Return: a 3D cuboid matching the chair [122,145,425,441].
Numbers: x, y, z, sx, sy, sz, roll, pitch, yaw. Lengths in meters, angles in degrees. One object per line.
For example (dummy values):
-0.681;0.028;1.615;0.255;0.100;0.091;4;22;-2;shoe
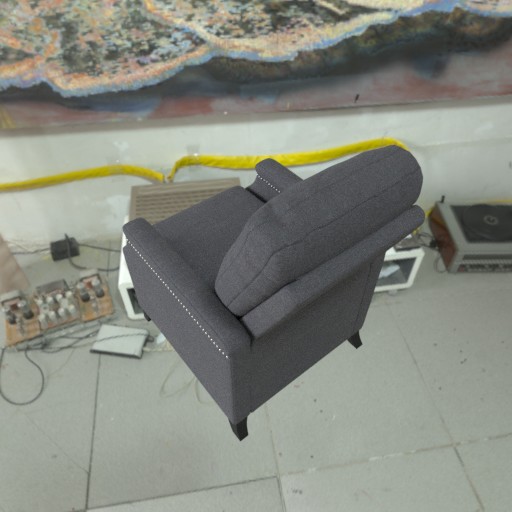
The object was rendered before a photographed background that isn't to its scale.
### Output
0.000;0.000;1.637;0.710;1.049;0.922;-30;53;-26;chair
